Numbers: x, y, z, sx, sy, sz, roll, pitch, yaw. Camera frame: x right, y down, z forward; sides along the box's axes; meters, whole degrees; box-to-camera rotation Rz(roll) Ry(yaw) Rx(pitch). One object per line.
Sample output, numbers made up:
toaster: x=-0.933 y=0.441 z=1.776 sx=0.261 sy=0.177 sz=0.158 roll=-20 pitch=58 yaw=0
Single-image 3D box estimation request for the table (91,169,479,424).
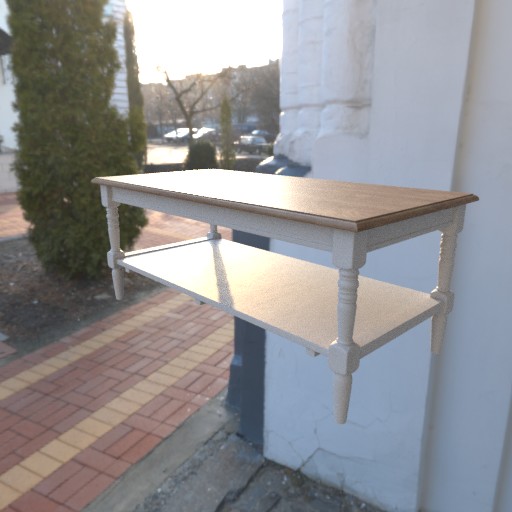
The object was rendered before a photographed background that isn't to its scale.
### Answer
table: x=0.000 y=0.000 z=1.428 sx=0.559 sy=0.458 sz=1.118 roll=-14 pitch=21 yaw=-42
